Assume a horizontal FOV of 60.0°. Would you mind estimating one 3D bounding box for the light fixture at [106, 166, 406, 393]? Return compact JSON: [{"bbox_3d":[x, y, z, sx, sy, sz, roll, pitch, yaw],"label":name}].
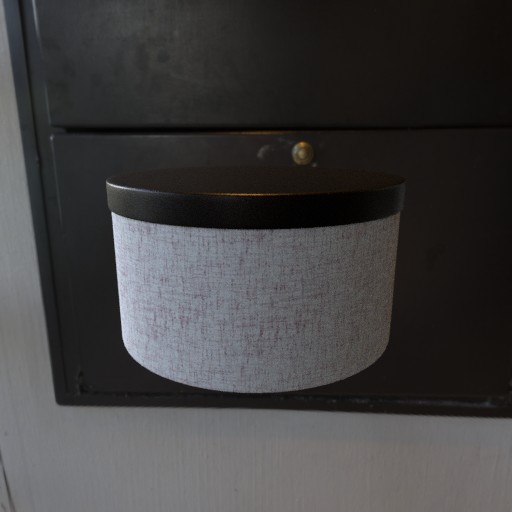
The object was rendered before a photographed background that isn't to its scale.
[{"bbox_3d":[0.000,0.000,0.635,0.389,0.229,0.389,0,15,0],"label":"light fixture"}]
